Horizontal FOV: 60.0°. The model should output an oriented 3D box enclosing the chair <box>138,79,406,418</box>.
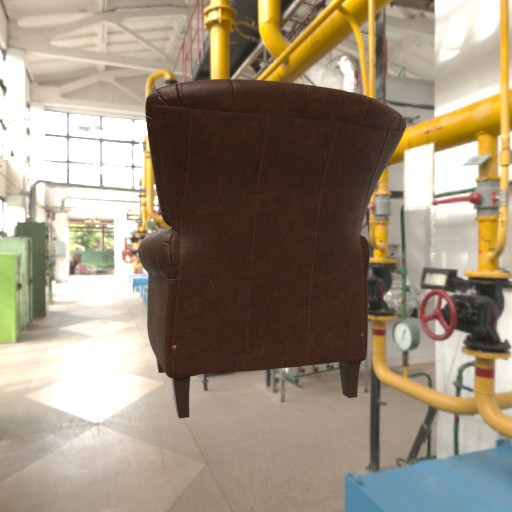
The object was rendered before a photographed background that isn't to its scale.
[{"bbox_3d":[0.000,0.000,1.905,0.979,1.162,1.031,0,0,-19],"label":"chair"}]
